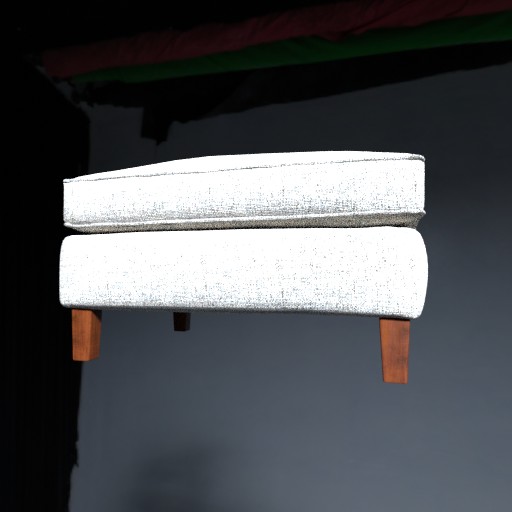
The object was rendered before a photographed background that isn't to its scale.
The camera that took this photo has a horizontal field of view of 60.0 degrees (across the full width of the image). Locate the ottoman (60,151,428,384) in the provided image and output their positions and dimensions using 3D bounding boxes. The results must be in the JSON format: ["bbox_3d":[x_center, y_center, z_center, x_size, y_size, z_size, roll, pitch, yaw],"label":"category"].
[{"bbox_3d":[0.000,0.000,0.979,0.686,0.406,0.508,-1,-2,17],"label":"ottoman"}]
